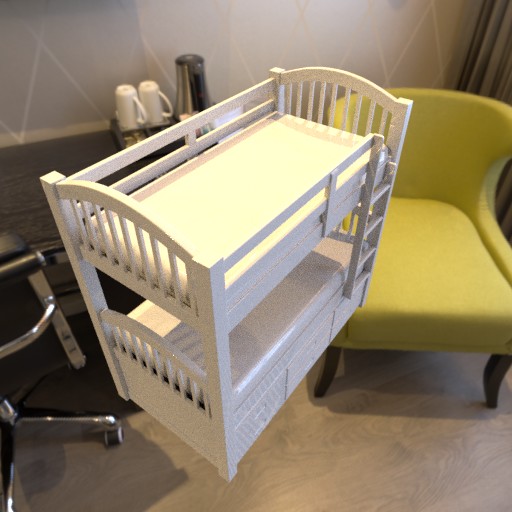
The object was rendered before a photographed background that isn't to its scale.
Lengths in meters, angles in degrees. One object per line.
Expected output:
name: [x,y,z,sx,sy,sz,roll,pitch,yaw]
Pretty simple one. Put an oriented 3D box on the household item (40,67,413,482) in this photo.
household item: [0.000,0.000,3.138,1.143,2.032,2.032,26,47,27]
